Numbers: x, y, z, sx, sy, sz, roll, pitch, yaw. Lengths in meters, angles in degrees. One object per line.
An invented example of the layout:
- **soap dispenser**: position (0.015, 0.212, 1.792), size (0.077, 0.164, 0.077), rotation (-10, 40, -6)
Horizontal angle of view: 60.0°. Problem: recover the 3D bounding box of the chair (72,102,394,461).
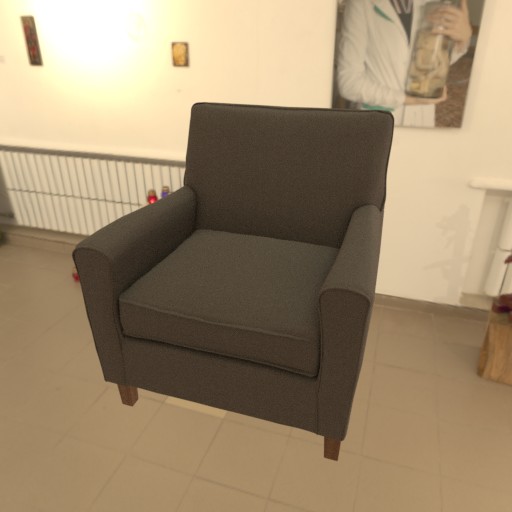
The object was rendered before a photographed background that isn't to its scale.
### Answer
- **chair**: position (0.000, 0.000, 1.553), size (0.836, 0.911, 0.831), rotation (8, 28, 16)
